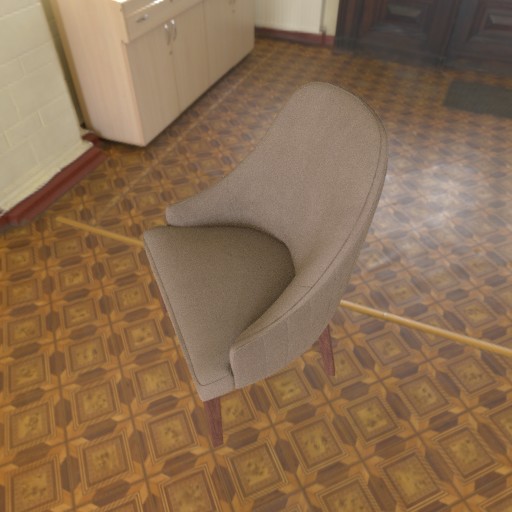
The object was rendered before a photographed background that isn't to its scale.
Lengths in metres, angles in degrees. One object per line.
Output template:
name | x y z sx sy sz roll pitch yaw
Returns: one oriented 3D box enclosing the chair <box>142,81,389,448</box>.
chair | 0.000 0.000 1.321 0.575 0.889 0.643 -17 46 -17
